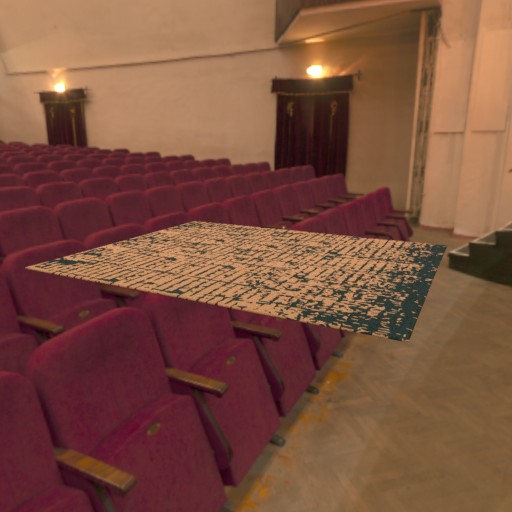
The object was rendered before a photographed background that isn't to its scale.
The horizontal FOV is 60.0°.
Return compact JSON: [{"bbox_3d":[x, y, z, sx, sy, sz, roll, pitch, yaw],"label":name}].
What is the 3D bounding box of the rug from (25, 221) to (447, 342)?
[{"bbox_3d":[0.000,0.000,4.008,3.017,0.014,2.416,7,16,26],"label":"rug"}]
